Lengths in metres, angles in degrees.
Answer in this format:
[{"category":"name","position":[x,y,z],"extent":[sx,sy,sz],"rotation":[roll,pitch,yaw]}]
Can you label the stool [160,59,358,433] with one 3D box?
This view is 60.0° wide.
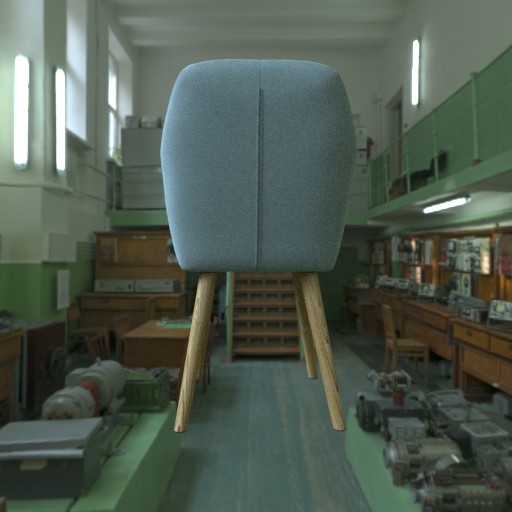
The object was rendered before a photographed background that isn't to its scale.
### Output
[{"category":"stool","position":[0.000,0.000,1.220],"extent":[0.503,0.830,0.590],"rotation":[0,0,-2]}]
